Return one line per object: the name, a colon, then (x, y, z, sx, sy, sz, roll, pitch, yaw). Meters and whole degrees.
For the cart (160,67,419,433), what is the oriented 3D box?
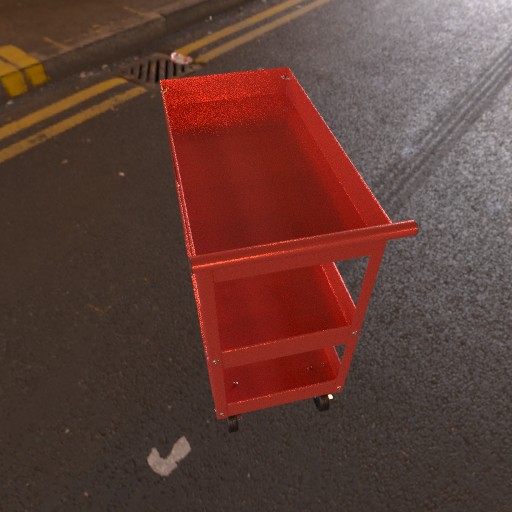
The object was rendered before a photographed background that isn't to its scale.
cart: (0.000, 0.000, 1.196, 0.366, 0.780, 0.719, -10, 47, -9)
